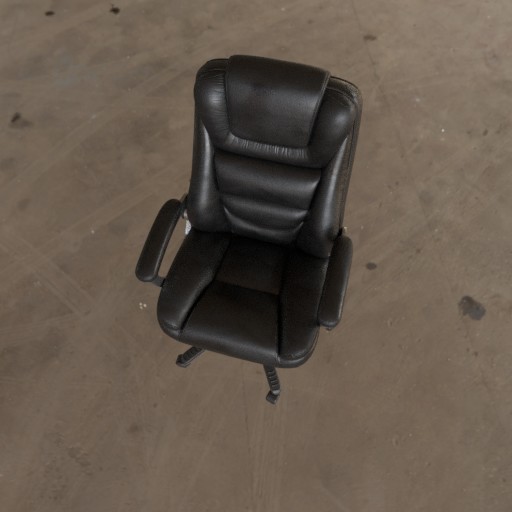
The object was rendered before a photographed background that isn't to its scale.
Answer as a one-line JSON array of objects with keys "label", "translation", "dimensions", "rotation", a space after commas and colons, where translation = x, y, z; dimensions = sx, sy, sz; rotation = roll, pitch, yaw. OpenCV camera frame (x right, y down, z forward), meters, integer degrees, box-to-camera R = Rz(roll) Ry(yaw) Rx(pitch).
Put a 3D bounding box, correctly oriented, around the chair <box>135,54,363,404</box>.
[{"label": "chair", "translation": [0.000, 0.000, 1.498], "dimensions": [0.697, 1.075, 0.689], "rotation": [13, 60, 8]}]
